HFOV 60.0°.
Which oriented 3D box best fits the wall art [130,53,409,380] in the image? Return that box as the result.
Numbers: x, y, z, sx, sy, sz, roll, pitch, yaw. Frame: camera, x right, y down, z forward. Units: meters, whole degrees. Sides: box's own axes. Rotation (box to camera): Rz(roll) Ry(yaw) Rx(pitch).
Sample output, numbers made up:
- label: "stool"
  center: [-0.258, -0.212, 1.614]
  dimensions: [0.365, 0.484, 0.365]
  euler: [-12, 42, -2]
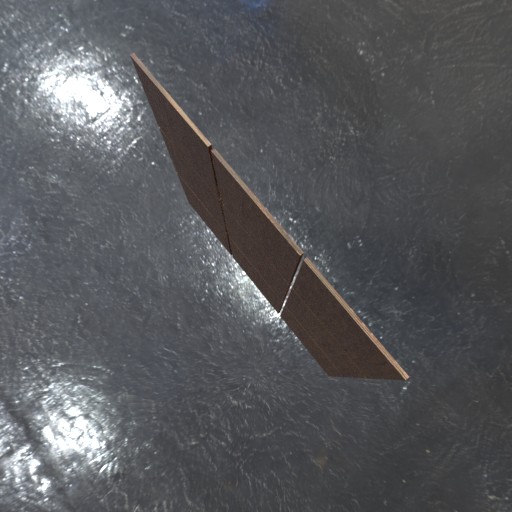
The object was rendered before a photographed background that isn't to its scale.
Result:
- label: "wall art"
  center: [0.000, 0.000, 1.811]
  dimensions: [0.013, 1.213, 1.215]
  euler: [-38, 78, -9]
